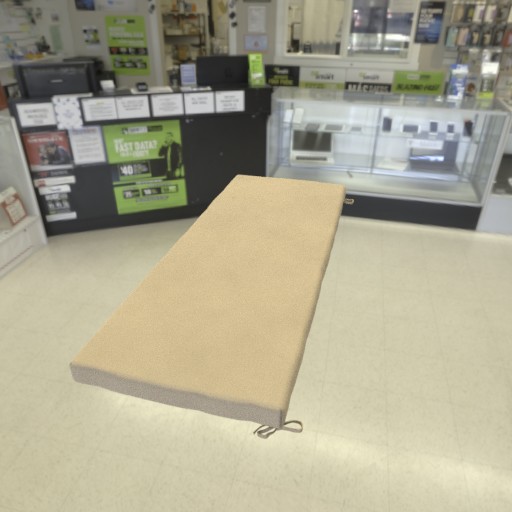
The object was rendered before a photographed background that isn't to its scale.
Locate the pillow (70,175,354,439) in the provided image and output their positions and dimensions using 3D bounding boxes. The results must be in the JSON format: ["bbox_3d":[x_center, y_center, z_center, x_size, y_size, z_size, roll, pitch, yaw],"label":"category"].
[{"bbox_3d":[0.000,0.000,1.335,0.492,0.081,1.187,8,32,13],"label":"pillow"}]
